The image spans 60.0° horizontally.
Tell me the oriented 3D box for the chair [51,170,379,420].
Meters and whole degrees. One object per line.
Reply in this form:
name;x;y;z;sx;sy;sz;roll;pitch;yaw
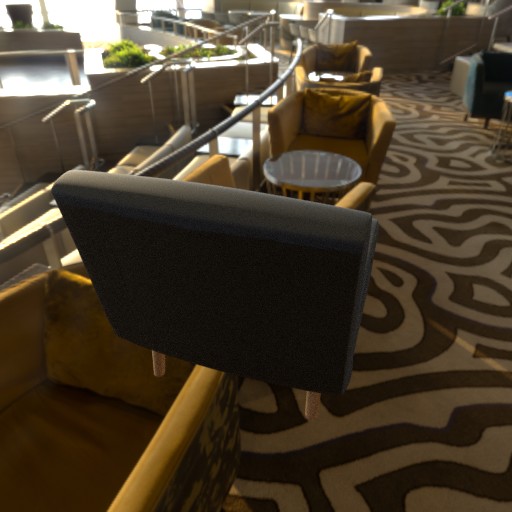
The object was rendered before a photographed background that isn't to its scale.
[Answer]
chair;0.000;0.000;1.517;0.770;0.808;0.900;10;34;16
